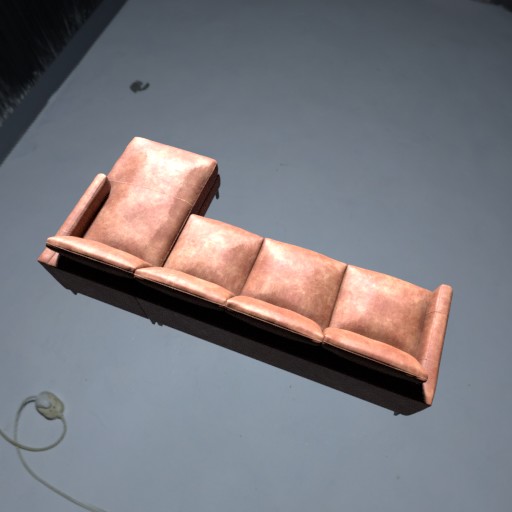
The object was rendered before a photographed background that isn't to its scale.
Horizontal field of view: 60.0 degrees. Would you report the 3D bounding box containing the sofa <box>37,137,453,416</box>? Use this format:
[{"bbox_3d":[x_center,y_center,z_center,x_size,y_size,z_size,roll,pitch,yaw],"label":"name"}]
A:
[{"bbox_3d":[0.000,0.000,3.594,2.993,0.859,1.471,19,64,9],"label":"sofa"}]
